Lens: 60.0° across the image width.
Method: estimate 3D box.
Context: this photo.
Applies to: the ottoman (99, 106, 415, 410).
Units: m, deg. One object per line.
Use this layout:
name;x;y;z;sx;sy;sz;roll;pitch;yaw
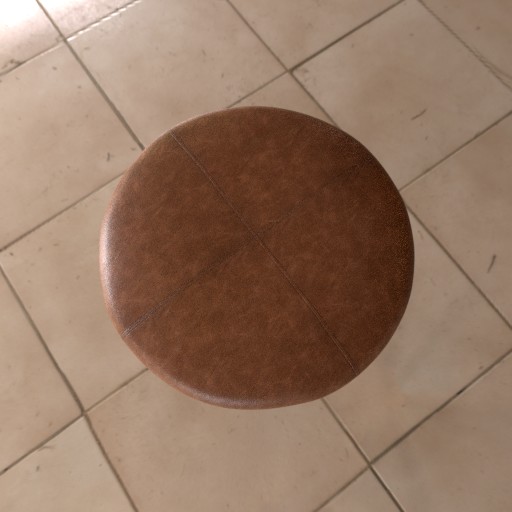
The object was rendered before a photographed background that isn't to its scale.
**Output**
ottoman;0.000;0.000;1.545;1.006;0.445;1.006;0;74;0
